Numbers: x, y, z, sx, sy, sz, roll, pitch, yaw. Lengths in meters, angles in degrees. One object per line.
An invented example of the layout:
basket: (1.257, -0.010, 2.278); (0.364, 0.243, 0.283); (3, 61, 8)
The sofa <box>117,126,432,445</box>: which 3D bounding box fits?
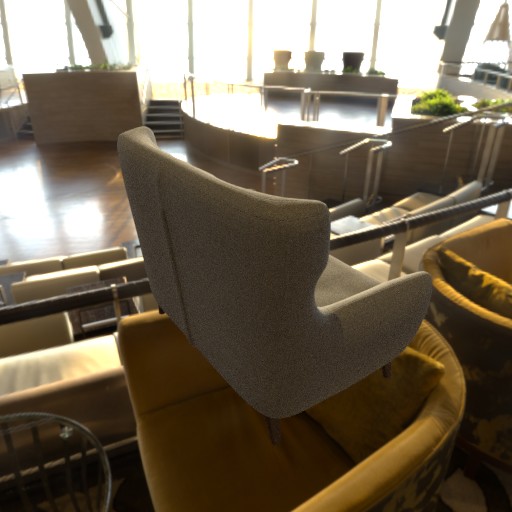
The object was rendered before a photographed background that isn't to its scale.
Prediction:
sofa: (0.000, 0.000, 2.066); (0.884, 1.028, 1.386); (-18, 32, -30)
